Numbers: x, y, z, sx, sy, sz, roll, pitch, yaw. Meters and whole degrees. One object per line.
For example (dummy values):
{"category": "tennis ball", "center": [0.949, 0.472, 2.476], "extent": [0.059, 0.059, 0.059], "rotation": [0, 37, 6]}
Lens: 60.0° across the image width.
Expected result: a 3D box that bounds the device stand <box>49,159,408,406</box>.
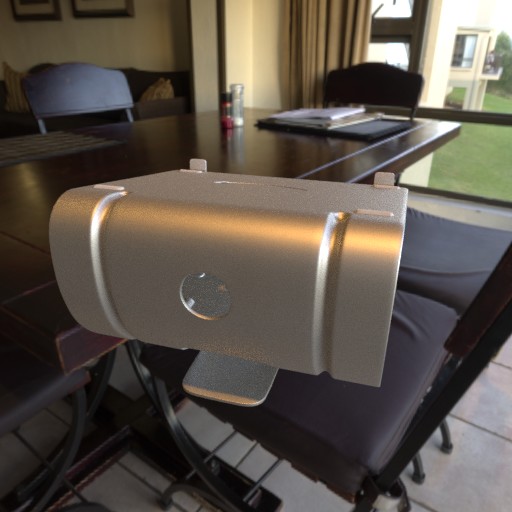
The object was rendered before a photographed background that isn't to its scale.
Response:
{"category": "device stand", "center": [0.000, 0.000, 0.404], "extent": [0.256, 0.155, 0.236], "rotation": [7, 27, 15]}
